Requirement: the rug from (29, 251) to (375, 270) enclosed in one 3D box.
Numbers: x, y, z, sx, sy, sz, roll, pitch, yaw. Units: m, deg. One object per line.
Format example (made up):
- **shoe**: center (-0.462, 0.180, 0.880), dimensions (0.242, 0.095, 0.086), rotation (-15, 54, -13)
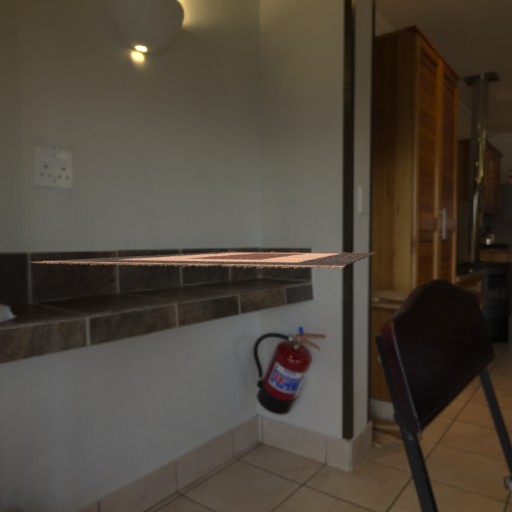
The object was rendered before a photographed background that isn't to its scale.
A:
- **rug**: center (0.000, 0.000, 1.878), dimensions (0.920, 0.013, 1.541), rotation (1, 2, 18)
